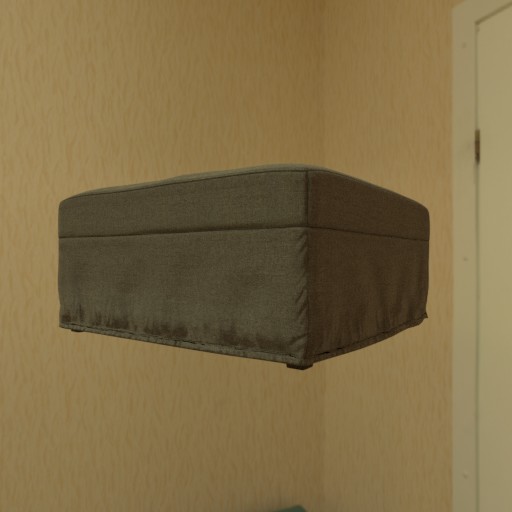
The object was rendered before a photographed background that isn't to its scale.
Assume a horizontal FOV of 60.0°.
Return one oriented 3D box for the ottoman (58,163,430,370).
[{"bbox_3d":[0.000,0.000,1.358,0.843,0.436,0.840,0,0,36],"label":"ottoman"}]
